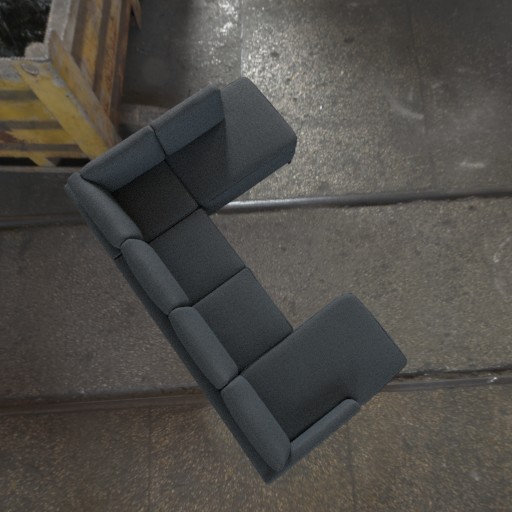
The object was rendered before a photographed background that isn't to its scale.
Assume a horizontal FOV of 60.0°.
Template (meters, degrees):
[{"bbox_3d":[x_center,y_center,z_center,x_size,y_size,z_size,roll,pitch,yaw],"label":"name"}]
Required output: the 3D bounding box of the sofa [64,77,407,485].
[{"bbox_3d":[0.000,0.000,3.822,1.984,0.858,2.975,-36,79,-8],"label":"sofa"}]
